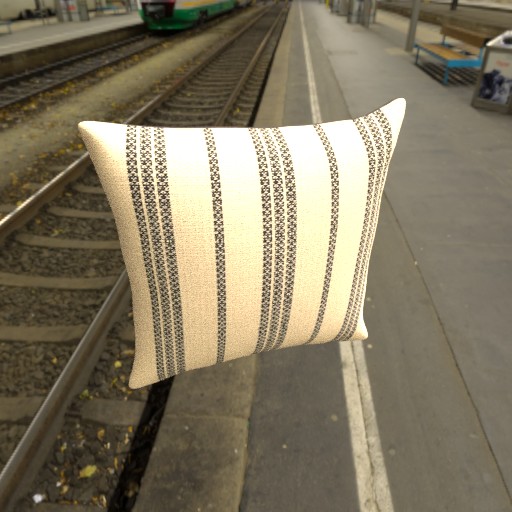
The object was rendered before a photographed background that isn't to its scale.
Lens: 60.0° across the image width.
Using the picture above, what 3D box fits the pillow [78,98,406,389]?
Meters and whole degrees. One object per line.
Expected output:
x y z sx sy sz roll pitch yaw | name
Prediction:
0.000 0.000 0.626 0.405 0.406 0.173 -9 32 -14 | pillow
